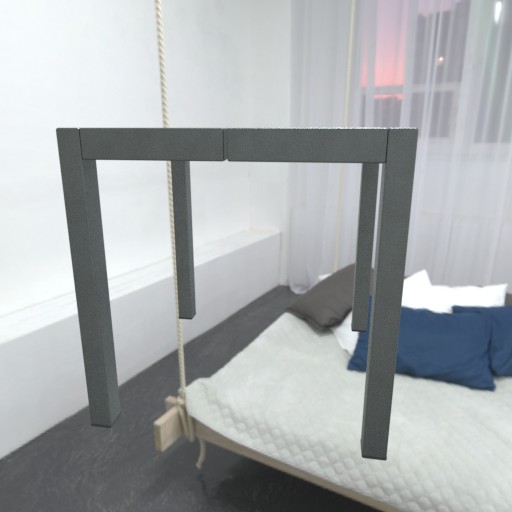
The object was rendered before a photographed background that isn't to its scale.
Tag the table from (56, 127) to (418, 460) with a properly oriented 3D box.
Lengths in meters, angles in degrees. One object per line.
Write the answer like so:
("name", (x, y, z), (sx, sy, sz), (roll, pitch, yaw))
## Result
("table", (0.000, 0.000, 0.913), (0.508, 0.508, 0.508), (3, 16, 9))
